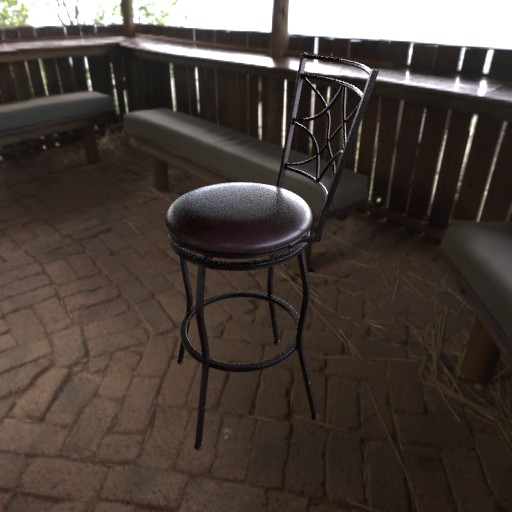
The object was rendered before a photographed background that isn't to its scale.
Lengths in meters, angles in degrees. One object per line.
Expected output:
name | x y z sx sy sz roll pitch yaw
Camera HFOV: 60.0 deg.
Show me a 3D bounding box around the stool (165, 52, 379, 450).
stool | 0.000 0.000 1.385 0.534 1.117 0.434 -8 31 -14
